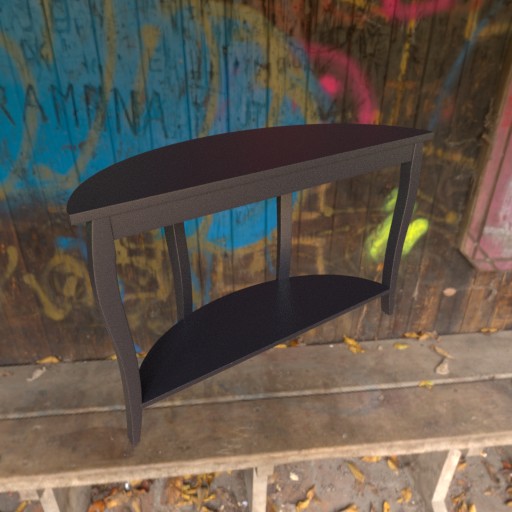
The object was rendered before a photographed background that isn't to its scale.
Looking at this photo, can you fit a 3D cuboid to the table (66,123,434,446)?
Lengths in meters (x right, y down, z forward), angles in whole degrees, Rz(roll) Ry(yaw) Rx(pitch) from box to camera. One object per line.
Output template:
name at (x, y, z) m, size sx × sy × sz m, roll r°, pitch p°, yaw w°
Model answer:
table at (0.000, 0.000, 1.567) m, size 1.219 × 0.780 × 0.394 m, roll -19°, pitch 35°, yaw -29°
